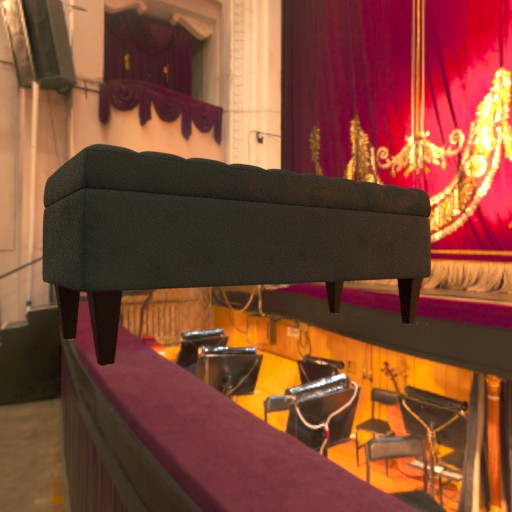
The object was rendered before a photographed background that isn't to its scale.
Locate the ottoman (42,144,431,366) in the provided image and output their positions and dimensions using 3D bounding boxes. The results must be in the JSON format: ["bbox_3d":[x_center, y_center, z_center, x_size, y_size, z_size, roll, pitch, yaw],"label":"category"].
[{"bbox_3d":[0.000,0.000,1.383,1.151,0.469,0.482,0,0,-34],"label":"ottoman"}]
